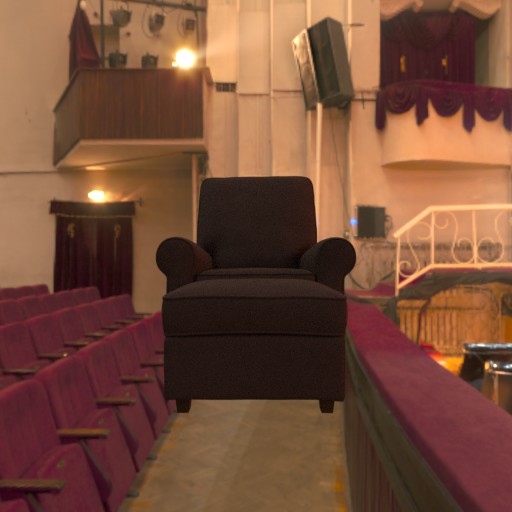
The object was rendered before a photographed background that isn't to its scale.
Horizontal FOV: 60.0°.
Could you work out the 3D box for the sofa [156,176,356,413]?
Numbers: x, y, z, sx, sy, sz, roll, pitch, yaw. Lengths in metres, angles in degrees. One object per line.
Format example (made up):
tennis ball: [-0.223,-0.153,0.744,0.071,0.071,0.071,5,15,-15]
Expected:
sofa: [0.000,0.000,2.022,0.880,0.959,1.478,0,-1,0]
